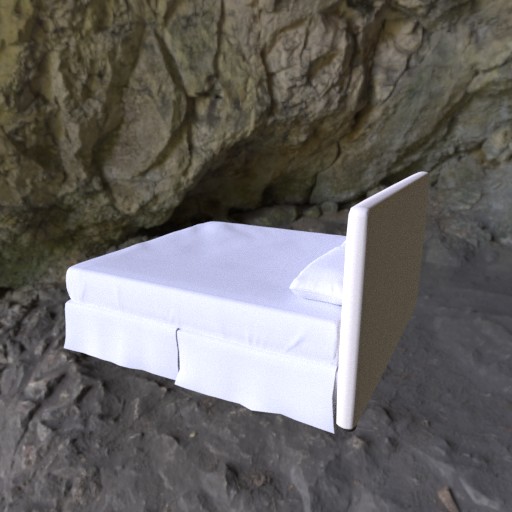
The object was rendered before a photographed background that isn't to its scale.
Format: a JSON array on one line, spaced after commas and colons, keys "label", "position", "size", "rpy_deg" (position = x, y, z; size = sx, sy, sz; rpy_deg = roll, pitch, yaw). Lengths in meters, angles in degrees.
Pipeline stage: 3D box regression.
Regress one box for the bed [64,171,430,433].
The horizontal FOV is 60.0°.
[{"label": "bed", "position": [0.000, 0.000, 3.642], "size": [2.341, 1.317, 2.119], "rpy_deg": [9, 18, 27]}]
